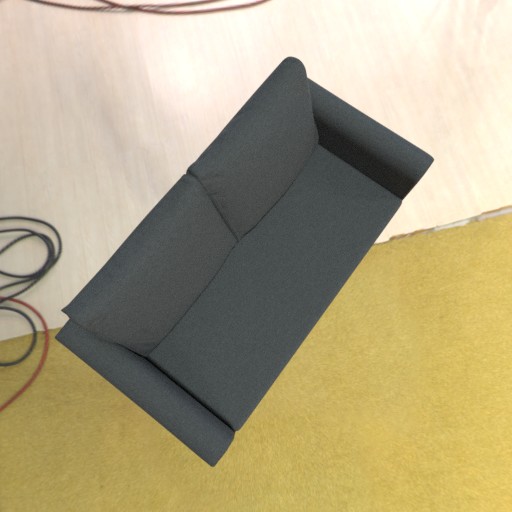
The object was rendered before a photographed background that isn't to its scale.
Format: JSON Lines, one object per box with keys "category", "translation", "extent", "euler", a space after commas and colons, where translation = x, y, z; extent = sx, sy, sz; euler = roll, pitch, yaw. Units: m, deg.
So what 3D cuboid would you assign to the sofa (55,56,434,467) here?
{"category": "sofa", "translation": [0.000, 0.000, 1.875], "extent": [0.741, 0.872, 1.460], "euler": [36, 78, 9]}
